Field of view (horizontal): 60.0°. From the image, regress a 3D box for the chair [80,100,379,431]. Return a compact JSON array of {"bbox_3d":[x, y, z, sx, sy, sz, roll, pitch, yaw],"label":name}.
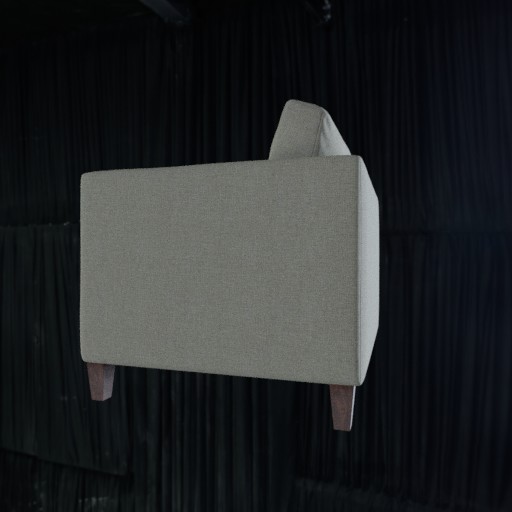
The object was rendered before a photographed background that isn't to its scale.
[{"bbox_3d":[0.000,0.000,1.844,0.959,0.963,1.107,0,1,18],"label":"chair"}]
